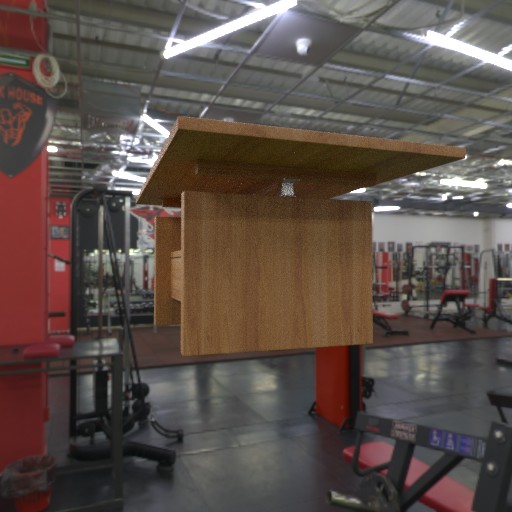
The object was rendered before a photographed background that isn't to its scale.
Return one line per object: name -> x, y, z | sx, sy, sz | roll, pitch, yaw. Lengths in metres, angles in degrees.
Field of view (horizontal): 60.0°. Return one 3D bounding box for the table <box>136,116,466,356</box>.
table -> 0.000, 0.000, 1.478 | 0.700, 0.510, 1.100 | 0, -1, -19
